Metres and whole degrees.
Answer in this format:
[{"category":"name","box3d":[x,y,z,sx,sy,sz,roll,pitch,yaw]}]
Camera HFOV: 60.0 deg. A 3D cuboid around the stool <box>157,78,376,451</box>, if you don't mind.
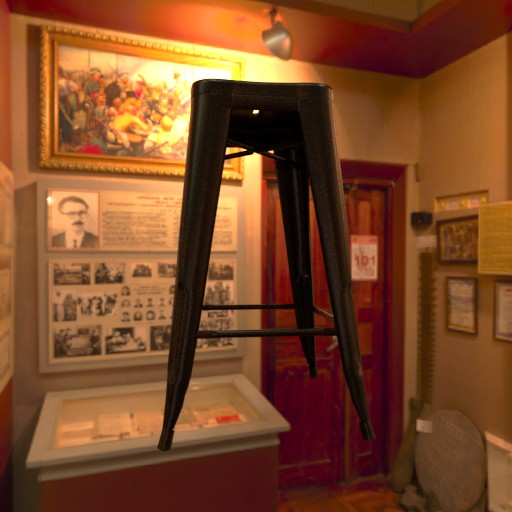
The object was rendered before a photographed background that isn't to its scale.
[{"category":"stool","box3d":[0.000,0.000,0.903,0.423,0.609,0.455,0,0,-18]}]
